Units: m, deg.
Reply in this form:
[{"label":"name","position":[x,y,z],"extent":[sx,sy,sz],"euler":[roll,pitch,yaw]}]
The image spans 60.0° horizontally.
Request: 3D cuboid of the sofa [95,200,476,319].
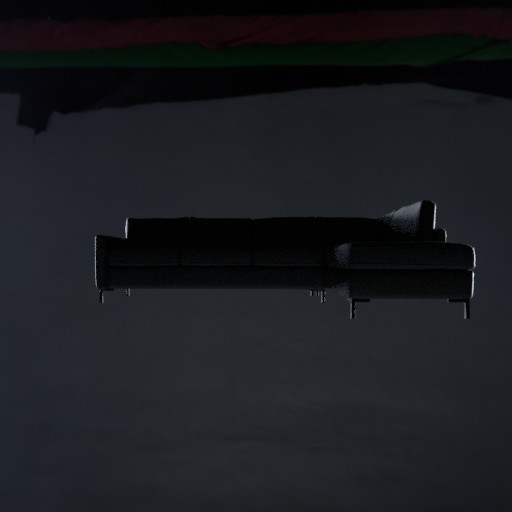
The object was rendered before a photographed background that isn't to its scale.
[{"label":"sofa","position":[0.000,0.000,3.912],"extent":[2.972,0.858,1.984],"euler":[0,-1,1]}]
